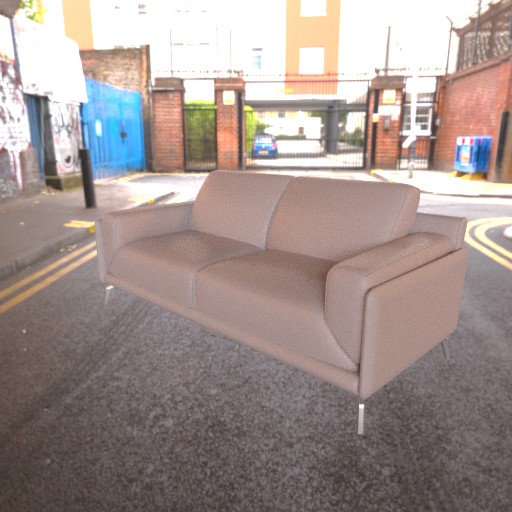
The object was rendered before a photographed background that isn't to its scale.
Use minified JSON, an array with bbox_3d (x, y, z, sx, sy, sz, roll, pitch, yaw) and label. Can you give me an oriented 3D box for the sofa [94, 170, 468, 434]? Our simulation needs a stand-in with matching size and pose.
[{"bbox_3d":[0.000,0.000,2.602,2.101,0.930,1.049,14,20,42],"label":"sofa"}]
